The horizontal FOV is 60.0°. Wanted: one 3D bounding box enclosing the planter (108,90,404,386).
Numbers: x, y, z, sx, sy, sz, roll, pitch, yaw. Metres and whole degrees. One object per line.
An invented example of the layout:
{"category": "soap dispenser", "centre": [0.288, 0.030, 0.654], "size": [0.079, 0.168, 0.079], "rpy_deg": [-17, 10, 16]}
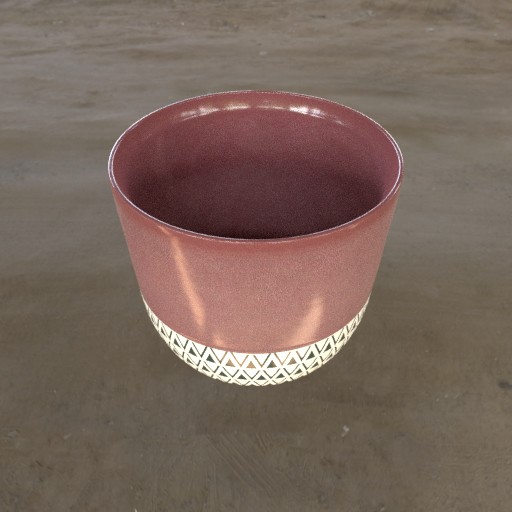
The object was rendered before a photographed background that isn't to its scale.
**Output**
{"category": "planter", "centre": [0.000, 0.000, 0.499], "size": [0.266, 0.270, 0.266], "rpy_deg": [0, 43, 0]}
